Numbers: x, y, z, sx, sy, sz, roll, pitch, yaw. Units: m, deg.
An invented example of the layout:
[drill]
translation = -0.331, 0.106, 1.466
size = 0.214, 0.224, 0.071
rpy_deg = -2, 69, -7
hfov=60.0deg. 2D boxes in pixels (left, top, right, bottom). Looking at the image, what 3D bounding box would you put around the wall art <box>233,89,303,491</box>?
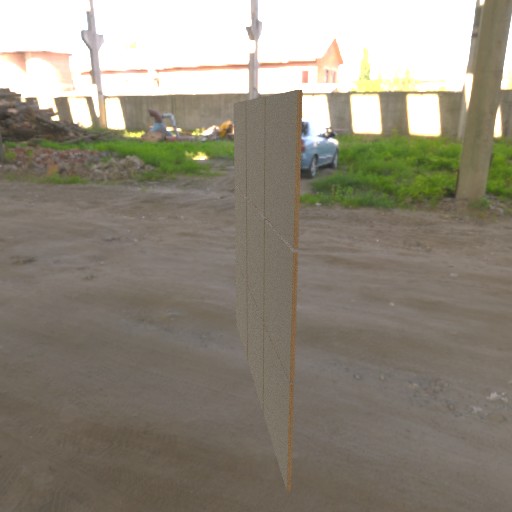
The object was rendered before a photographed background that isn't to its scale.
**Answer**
[wall art]
translation = 0.000, 0.000, 1.371
size = 0.010, 0.917, 0.919
rpy_deg = -3, 18, -10
